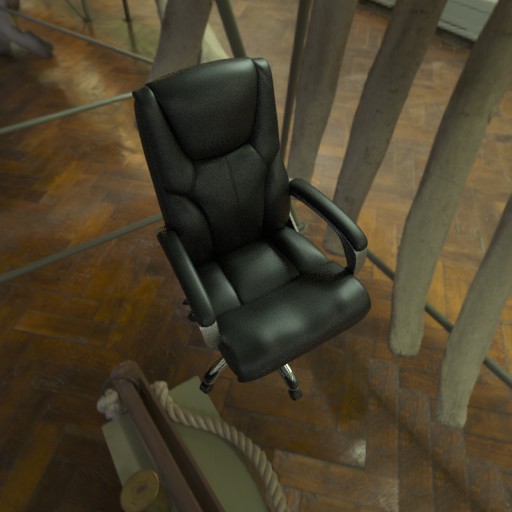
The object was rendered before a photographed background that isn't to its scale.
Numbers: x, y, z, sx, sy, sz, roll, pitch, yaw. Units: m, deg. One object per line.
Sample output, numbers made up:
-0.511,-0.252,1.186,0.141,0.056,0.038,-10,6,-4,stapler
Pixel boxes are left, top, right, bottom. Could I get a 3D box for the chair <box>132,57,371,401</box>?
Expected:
0.000,0.000,1.618,0.663,1.155,0.739,-24,52,-21,chair
